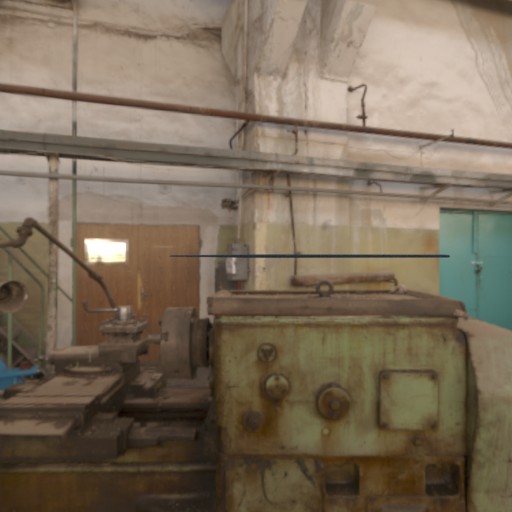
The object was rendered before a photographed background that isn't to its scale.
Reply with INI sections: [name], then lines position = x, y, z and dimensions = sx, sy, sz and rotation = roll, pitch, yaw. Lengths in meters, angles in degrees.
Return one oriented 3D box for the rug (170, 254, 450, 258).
[rug]
position = 0.000, 0.000, 2.713
dimensions = 0.769, 0.012, 2.448
rotation = 0, 0, -18
